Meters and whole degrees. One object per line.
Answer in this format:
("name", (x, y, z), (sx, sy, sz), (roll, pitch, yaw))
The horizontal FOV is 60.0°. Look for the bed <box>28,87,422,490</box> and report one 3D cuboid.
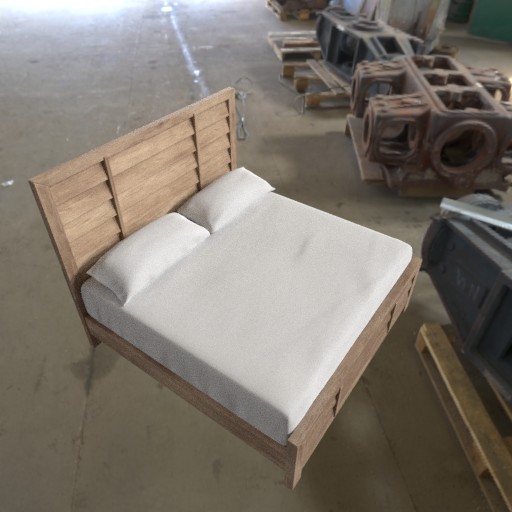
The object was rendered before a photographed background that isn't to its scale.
("bed", (0.000, 0.000, 3.464), (2.062, 1.626, 2.032), (25, 46, 26))
